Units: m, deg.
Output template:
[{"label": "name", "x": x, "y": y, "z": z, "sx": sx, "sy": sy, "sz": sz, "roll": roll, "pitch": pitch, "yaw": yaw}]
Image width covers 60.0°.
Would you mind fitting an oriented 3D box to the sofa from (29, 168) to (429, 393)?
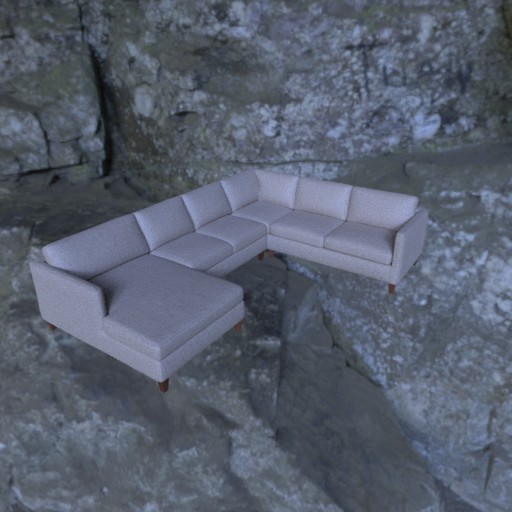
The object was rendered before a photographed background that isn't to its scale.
[{"label": "sofa", "x": 0.000, "y": 0.000, "z": 4.564, "sx": 2.551, "sy": 0.889, "sz": 3.403, "roll": 17, "pitch": 30, "yaw": 31}]
